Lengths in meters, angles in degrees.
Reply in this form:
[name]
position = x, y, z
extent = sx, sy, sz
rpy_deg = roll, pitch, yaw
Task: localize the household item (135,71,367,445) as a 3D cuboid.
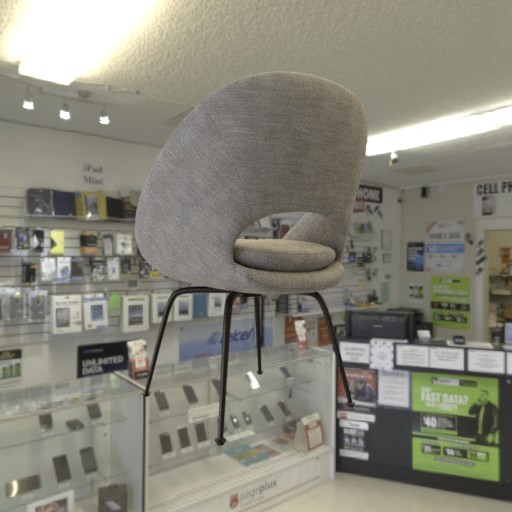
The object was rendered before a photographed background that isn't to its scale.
[household item]
position = 0.000, 0.000, 1.295
extent = 0.643, 0.869, 0.587
rpy_deg = 0, 0, -36
